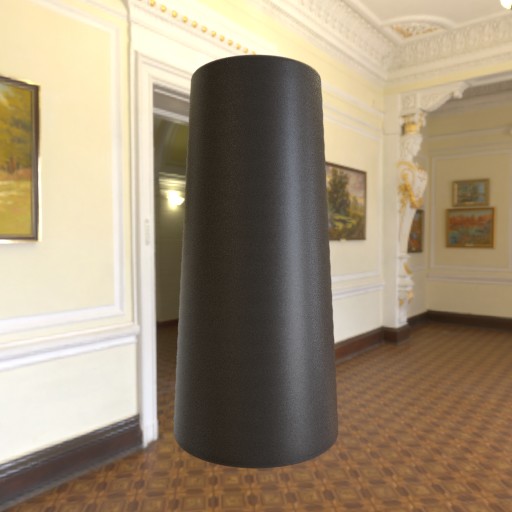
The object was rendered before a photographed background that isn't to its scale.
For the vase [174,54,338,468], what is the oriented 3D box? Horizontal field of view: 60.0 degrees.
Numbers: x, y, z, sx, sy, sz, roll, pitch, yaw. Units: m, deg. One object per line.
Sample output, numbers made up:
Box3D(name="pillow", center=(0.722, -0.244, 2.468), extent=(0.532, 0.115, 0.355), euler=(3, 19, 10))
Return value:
Box3D(name="vase", center=(0.000, 0.000, 0.369), extent=(0.136, 0.289, 0.136), euler=(-2, 3, -38))
